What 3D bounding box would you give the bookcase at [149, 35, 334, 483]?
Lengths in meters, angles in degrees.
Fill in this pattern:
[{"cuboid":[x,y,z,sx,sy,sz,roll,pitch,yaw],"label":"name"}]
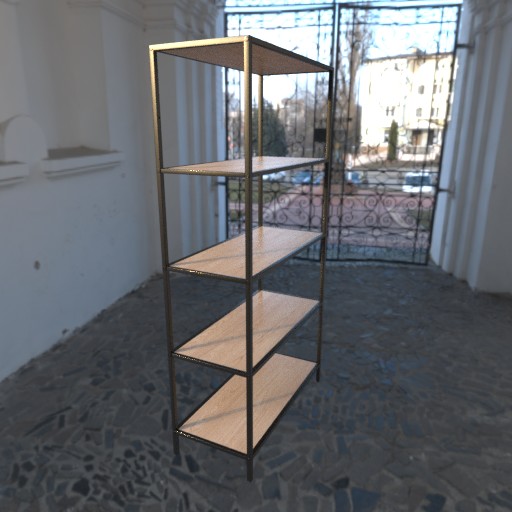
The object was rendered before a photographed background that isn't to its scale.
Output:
[{"cuboid":[0.000,0.000,1.822,0.350,1.500,0.770,8,18,26],"label":"bookcase"}]
